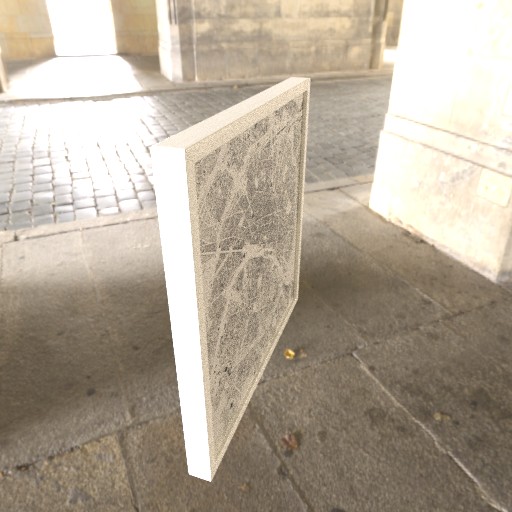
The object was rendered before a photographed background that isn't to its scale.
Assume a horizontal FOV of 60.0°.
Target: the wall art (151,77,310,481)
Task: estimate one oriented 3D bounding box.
[{"bbox_3d":[0.000,0.000,0.758,0.038,0.508,0.508,10,31,17],"label":"wall art"}]
